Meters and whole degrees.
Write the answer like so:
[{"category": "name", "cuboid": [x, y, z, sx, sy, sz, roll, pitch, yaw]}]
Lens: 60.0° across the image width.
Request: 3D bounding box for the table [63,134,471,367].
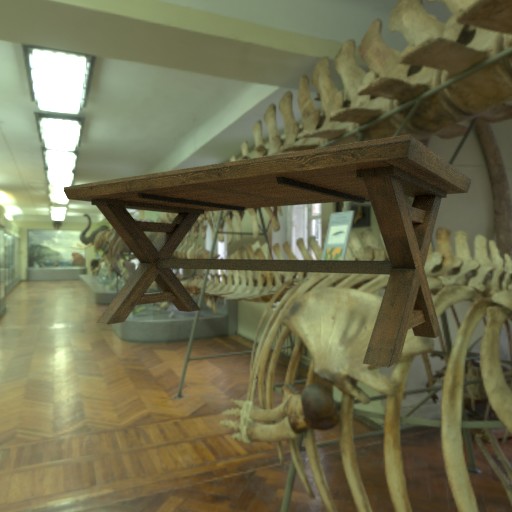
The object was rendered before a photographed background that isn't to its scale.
[{"category": "table", "cuboid": [0.000, 0.000, 2.426, 1.966, 0.793, 1.071, 0, 1, 35]}]
